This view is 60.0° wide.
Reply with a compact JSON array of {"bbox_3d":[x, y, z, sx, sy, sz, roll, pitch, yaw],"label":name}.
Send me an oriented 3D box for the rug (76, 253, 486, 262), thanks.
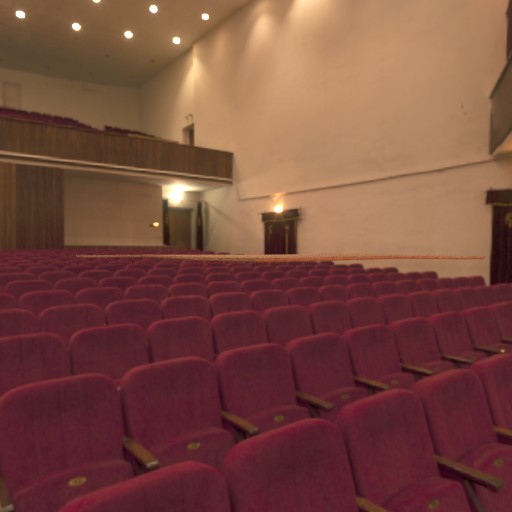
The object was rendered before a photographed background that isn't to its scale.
[{"bbox_3d":[0.000,0.000,4.993,2.873,0.053,3.778,0,1,-37],"label":"rug"}]
